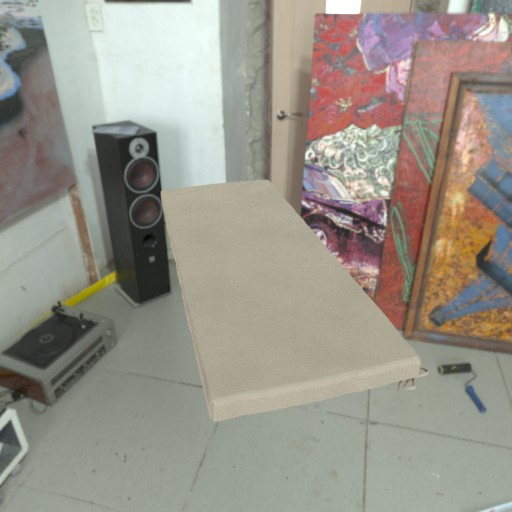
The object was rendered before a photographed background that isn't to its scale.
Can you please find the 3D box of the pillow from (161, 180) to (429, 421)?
[{"bbox_3d":[0.000,0.000,1.369,0.492,0.081,1.187,-8,30,-13],"label":"pillow"}]
